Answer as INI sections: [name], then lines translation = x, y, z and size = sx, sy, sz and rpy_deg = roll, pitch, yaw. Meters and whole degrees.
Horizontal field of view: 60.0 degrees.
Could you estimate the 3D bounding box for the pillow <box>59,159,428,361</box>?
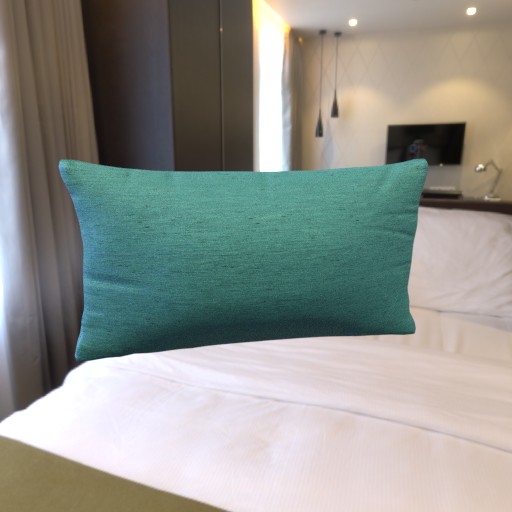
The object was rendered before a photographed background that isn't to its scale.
[pillow]
translation = 0.000, 0.000, 0.790
size = 0.633, 0.338, 0.210
rpy_deg = -3, 14, -11
